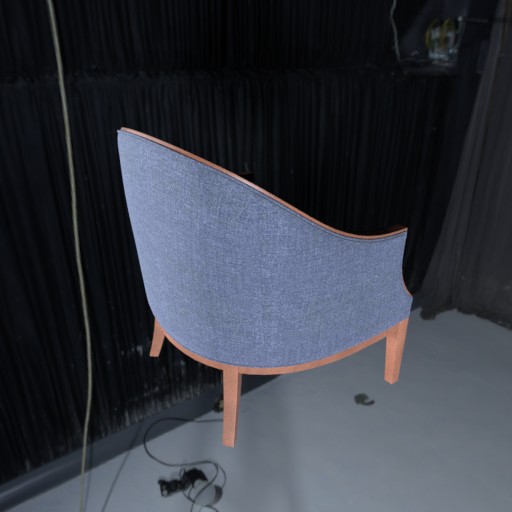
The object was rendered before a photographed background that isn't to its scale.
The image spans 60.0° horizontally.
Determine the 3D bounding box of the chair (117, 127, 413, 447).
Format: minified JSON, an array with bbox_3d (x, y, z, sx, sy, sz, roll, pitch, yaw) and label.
[{"bbox_3d":[0.000,0.000,1.473,0.735,0.876,0.803,-18,31,-32],"label":"chair"}]
